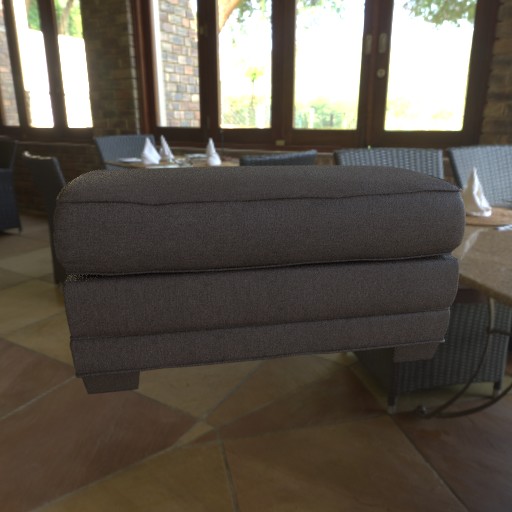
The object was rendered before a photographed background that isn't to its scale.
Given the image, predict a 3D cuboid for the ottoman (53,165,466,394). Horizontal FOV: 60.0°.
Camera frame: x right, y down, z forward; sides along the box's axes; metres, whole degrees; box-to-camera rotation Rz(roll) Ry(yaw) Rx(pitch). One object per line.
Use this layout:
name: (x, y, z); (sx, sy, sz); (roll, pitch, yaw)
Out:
ottoman: (0.000, 0.000, 1.140); (0.864, 0.448, 0.490); (-3, 17, -10)
